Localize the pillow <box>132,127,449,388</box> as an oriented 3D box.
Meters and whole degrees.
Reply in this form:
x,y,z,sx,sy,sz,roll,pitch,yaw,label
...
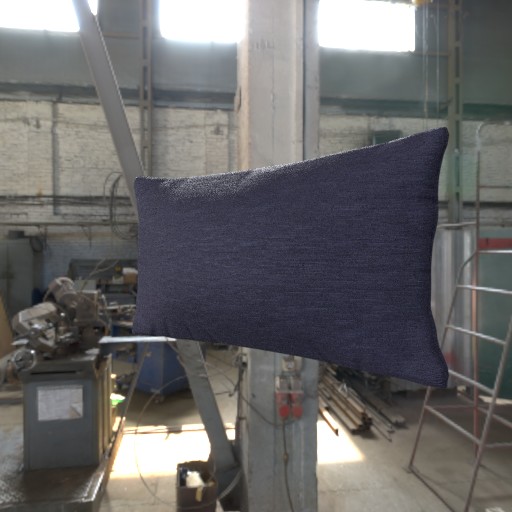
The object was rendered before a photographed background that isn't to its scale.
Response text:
x,y,z,sx,sy,sz,roll,pitch,yaw,label
0.000,0.000,0.765,0.633,0.338,0.210,0,0,37,pillow
